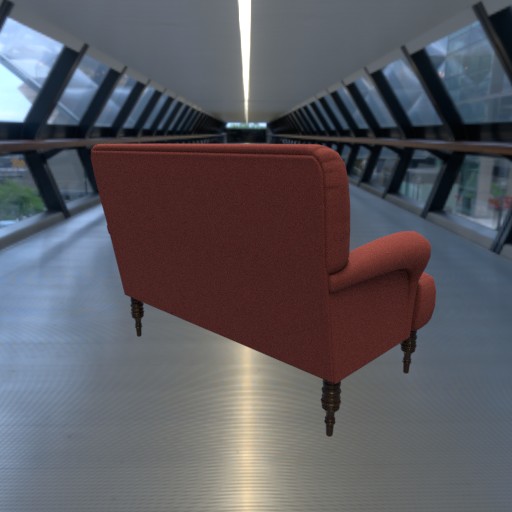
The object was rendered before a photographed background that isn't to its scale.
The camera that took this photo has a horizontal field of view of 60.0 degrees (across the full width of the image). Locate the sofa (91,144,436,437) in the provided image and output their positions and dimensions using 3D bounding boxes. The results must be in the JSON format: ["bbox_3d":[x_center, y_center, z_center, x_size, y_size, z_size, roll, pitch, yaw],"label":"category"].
[{"bbox_3d":[0.000,0.000,1.810,1.297,0.889,0.779,13,19,42],"label":"sofa"}]
